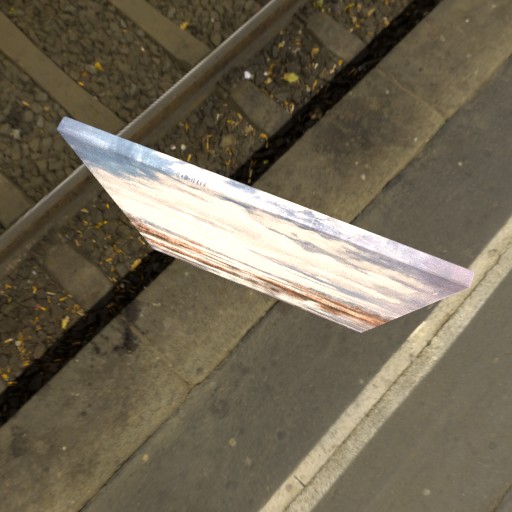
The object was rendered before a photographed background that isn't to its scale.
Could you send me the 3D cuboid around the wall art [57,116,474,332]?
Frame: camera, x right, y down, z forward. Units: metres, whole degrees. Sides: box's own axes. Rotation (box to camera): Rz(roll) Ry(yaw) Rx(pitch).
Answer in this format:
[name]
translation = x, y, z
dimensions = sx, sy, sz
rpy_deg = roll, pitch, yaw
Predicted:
[wall art]
translation = 0.000, 0.000, 1.316
dimensions = 0.888, 0.897, 0.035
rpy_deg = 22, 76, 6
